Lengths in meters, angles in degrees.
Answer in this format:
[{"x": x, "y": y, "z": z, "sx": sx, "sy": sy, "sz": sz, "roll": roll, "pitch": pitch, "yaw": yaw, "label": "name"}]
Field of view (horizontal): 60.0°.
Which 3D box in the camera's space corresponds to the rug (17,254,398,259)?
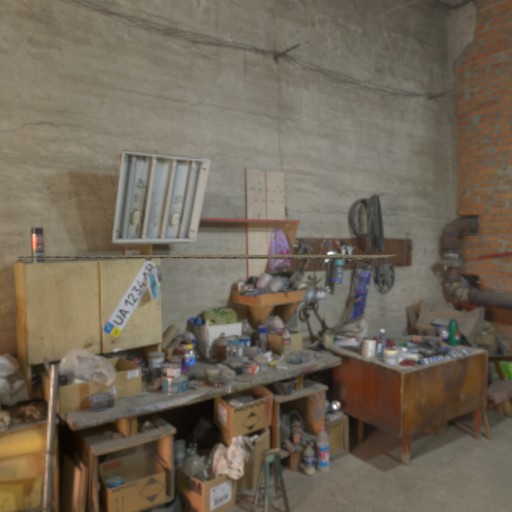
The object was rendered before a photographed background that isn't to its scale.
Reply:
[{"x": 0.000, "y": 0.000, "z": 4.087, "sx": 2.437, "sy": 0.010, "sz": 3.056, "roll": 0, "pitch": 0, "yaw": 19, "label": "rug"}]
